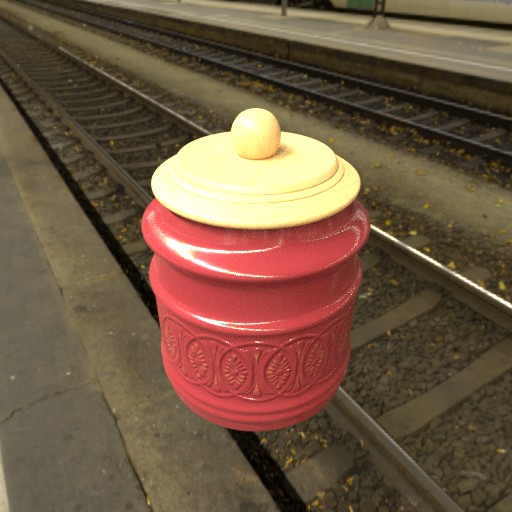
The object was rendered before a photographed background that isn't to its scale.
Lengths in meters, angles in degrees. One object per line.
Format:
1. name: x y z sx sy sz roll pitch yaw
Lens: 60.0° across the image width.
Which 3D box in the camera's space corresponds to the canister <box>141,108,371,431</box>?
1. canister: 0.000 0.000 0.272 0.130 0.176 0.130 0 33 0
